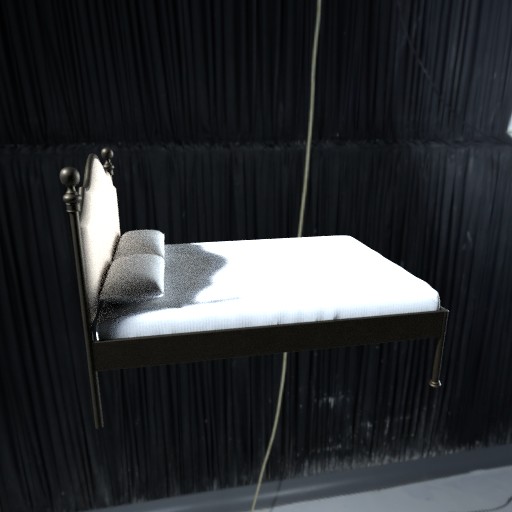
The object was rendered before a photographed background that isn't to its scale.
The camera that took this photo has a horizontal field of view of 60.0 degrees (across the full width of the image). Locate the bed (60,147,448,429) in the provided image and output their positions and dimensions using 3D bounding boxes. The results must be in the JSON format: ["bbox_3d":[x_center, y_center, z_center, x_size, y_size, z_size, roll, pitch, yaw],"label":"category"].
[{"bbox_3d":[0.000,0.000,3.169,2.170,1.462,1.533,-3,18,-11],"label":"bed"}]
